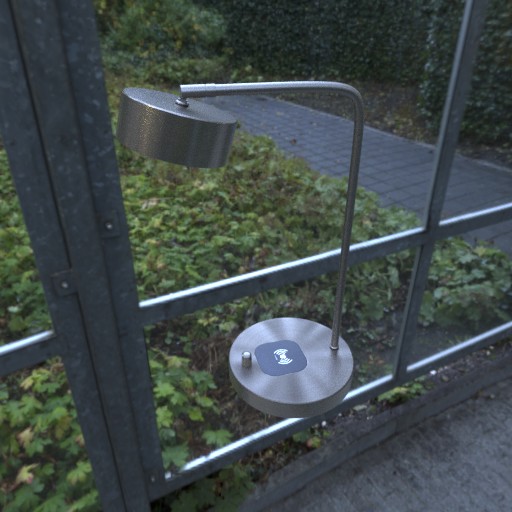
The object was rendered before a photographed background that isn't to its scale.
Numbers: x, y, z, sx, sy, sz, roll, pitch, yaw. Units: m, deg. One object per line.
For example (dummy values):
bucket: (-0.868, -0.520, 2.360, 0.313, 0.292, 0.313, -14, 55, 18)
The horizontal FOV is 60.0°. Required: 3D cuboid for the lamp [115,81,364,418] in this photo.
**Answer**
lamp: (0.000, 0.000, 0.636, 0.334, 0.469, 0.211, -8, 30, -13)
